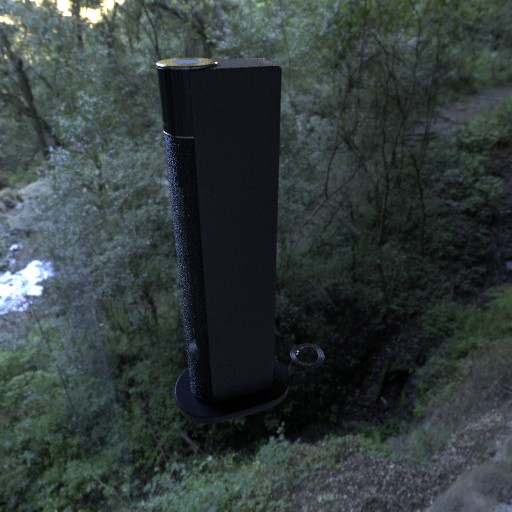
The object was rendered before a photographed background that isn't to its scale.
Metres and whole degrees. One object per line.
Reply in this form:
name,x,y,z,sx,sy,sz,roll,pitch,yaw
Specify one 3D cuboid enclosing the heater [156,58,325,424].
heater,0.000,0.000,1.045,0.458,0.856,0.214,-8,32,-13
